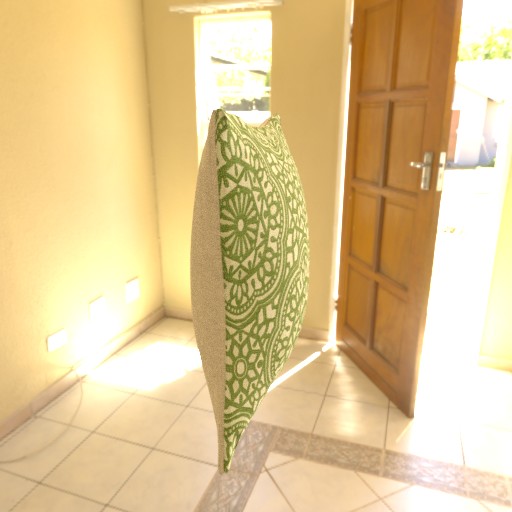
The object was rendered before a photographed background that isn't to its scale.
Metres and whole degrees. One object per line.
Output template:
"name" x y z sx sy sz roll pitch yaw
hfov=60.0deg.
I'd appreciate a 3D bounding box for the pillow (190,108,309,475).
"pillow" 0.000 0.000 0.674 0.162 0.419 0.440 3 17 10
